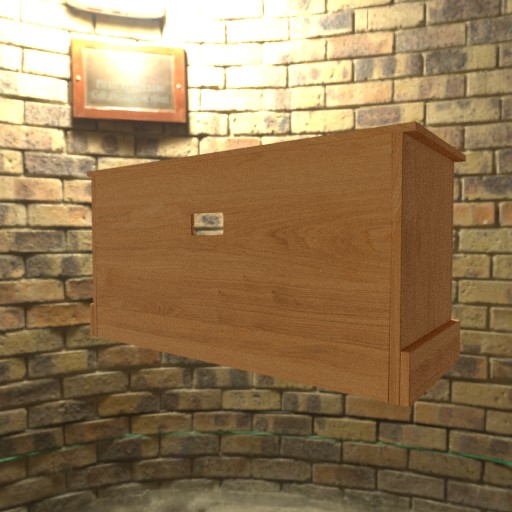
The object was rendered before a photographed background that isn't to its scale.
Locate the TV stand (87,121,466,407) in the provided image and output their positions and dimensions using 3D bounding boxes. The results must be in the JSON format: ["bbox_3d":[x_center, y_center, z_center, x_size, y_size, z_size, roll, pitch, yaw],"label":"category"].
[{"bbox_3d":[0.000,0.000,1.344,1.080,0.550,0.440,2,3,37],"label":"TV stand"}]
